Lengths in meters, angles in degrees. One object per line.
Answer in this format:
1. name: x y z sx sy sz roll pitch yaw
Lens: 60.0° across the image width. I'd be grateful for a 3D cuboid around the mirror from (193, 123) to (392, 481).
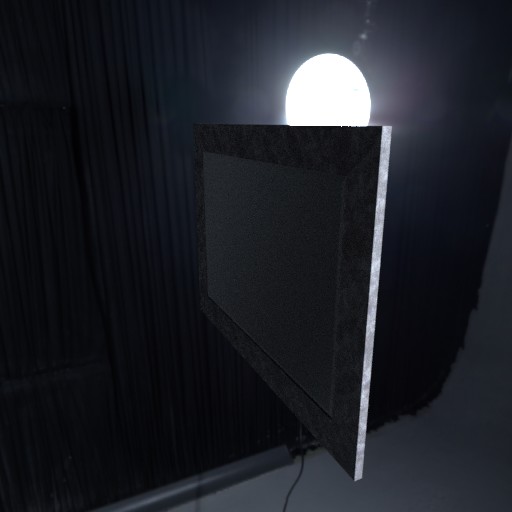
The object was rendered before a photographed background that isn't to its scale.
1. mirror: 0.000 0.000 1.398 0.022 0.795 1.101 -8 19 -25
